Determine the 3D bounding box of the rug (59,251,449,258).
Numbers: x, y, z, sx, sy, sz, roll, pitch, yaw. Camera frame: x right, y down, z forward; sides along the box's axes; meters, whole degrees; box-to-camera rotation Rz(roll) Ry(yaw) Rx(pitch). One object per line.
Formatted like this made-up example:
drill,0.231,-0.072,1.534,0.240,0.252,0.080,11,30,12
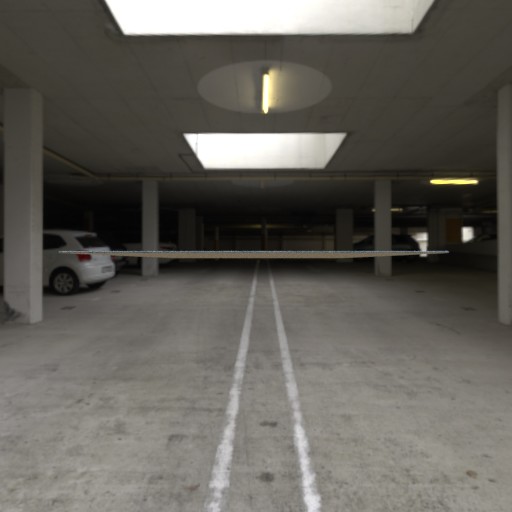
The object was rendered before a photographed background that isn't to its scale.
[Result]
rug,0.000,0.000,2.870,1.522,0.006,2.286,0,-1,1
